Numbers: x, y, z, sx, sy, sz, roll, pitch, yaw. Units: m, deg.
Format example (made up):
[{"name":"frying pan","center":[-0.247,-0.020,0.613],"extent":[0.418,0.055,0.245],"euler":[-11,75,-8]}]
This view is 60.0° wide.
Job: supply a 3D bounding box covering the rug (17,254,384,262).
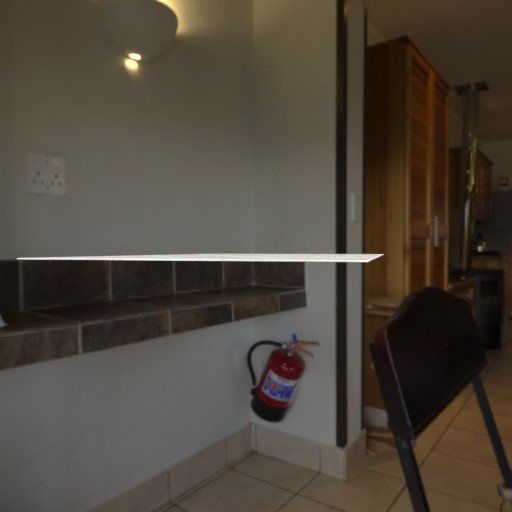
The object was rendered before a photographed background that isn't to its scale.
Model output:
[{"name":"rug","center":[0.000,0.000,2.842],"extent":[1.524,0.006,2.286],"euler":[0,1,17]}]
